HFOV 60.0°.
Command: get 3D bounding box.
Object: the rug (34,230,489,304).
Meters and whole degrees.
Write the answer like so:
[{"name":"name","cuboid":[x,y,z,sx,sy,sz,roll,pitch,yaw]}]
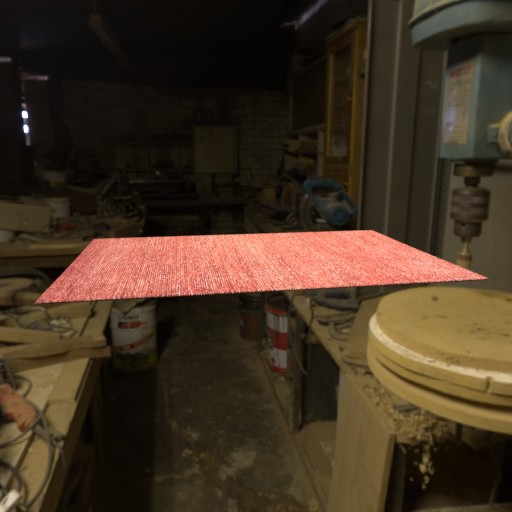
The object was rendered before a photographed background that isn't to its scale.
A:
[{"name":"rug","cuboid":[0.000,0.000,2.214,1.747,0.011,1.139,-2,14,-10]}]
